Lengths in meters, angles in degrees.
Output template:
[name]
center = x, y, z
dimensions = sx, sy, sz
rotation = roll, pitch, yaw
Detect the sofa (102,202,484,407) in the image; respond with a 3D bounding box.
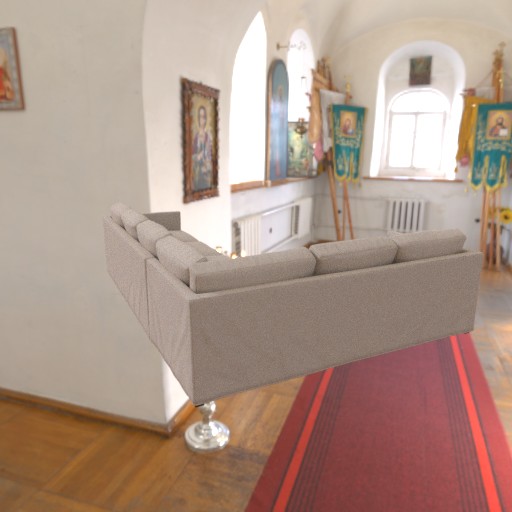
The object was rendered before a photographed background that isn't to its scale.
[sofa]
center = 0.000, 0.000, 4.376
dimensions = 2.432, 0.871, 3.182
rotation = -7, 16, -26
